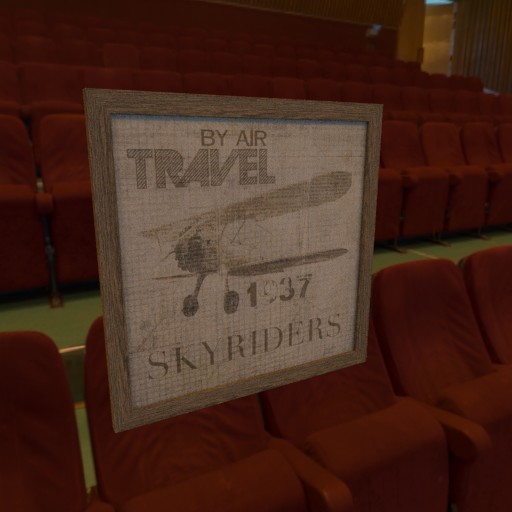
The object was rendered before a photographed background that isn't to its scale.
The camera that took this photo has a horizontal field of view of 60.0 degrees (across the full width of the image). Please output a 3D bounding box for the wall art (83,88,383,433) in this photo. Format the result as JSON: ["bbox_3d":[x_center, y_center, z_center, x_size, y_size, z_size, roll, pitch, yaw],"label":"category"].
[{"bbox_3d":[0.000,0.000,0.754,0.508,0.508,0.019,-7,16,-27],"label":"wall art"}]
